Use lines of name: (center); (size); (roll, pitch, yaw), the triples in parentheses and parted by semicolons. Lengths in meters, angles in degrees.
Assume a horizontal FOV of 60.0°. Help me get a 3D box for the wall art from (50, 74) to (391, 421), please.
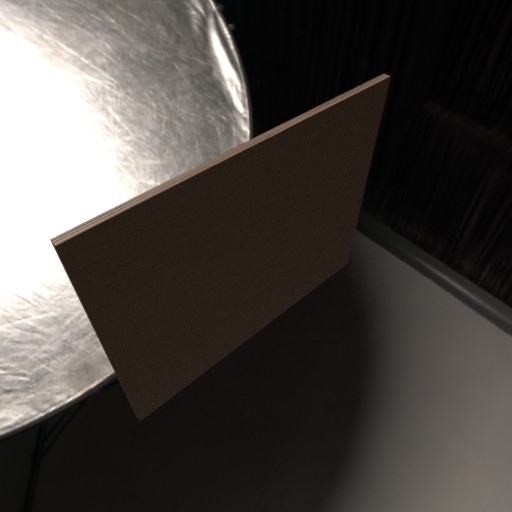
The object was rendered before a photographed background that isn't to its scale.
wall art: (0.000, 0.000, 0.677); (0.508, 0.406, 0.013); (-33, 56, -27)
